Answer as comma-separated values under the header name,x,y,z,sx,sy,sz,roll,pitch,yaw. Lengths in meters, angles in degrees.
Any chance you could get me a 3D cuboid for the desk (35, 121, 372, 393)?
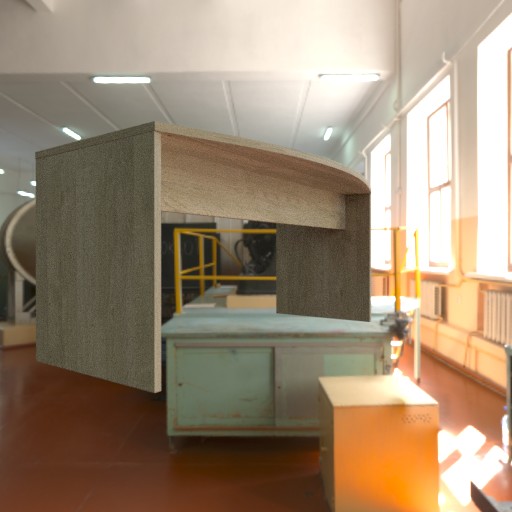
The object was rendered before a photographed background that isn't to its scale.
name,x,y,z,sx,sy,sz,roll,pitch,yaw
desk,0.000,0.000,2.008,0.802,0.752,1.600,0,0,36
